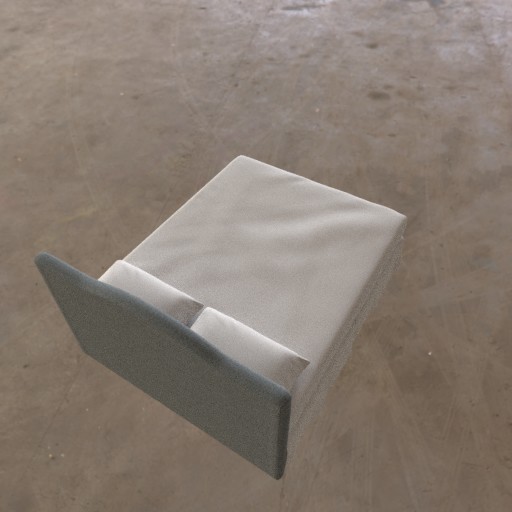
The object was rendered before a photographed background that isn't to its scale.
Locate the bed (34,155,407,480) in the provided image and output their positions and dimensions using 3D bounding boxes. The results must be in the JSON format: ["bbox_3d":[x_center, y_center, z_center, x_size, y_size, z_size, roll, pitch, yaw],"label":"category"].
[{"bbox_3d":[0.000,0.000,3.983,2.161,1.457,2.689,25,52,21],"label":"bed"}]
